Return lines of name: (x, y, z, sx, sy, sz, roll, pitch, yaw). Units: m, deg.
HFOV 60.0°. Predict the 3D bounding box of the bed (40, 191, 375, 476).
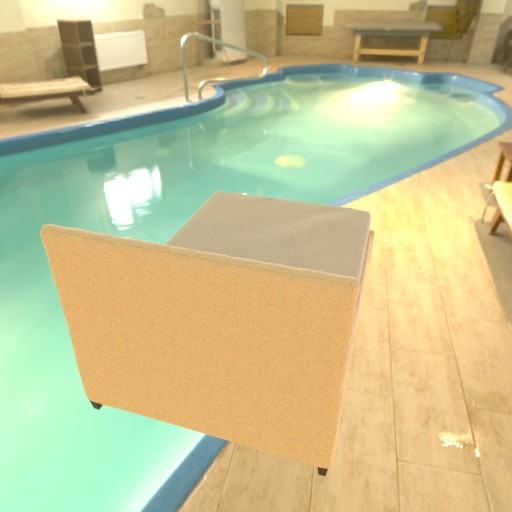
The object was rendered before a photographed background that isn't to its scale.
bed: (0.000, 0.000, 3.440, 1.698, 1.427, 2.387, 10, 34, 15)
